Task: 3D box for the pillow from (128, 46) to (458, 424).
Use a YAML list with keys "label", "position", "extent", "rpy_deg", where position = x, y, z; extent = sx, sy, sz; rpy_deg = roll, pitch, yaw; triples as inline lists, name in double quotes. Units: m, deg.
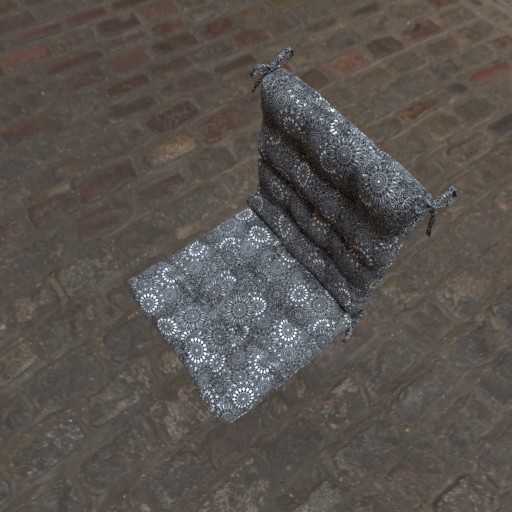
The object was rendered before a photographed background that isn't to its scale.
- label: "pillow"
  position: [0.000, 0.000, 1.051]
  extent: [0.571, 0.605, 0.519]
  rpy_deg: [-34, 68, -16]
